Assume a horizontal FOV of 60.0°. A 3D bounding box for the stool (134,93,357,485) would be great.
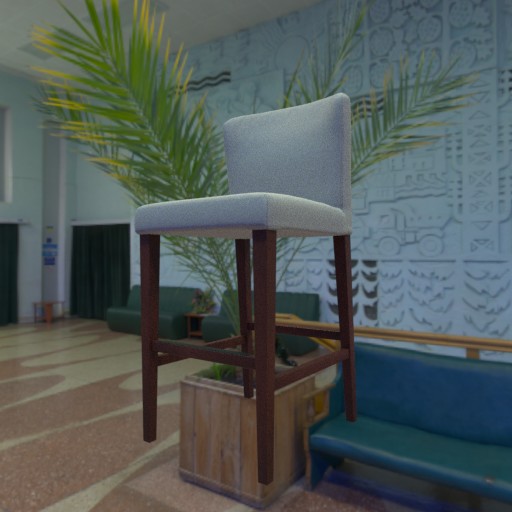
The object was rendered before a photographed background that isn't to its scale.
[{"bbox_3d":[0.000,0.000,1.363,0.479,1.069,0.568,0,0,36],"label":"stool"}]
